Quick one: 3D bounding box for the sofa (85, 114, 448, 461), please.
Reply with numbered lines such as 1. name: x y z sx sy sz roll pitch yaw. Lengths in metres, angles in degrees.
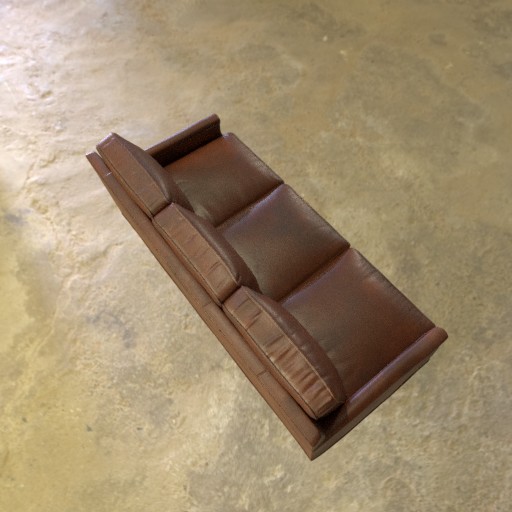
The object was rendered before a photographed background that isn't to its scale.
1. sofa: 0.000 0.000 2.803 1.084 1.003 2.240 -33 64 -19
